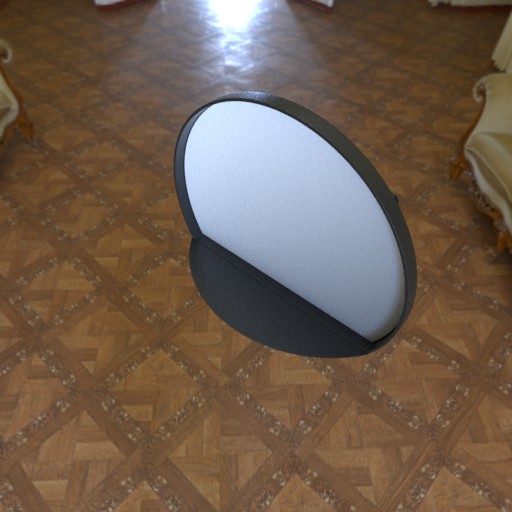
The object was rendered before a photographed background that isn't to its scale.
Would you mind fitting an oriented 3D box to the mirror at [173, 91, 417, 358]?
[{"bbox_3d":[0.000,0.000,0.680,0.457,0.457,0.133,32,54,27],"label":"mirror"}]
